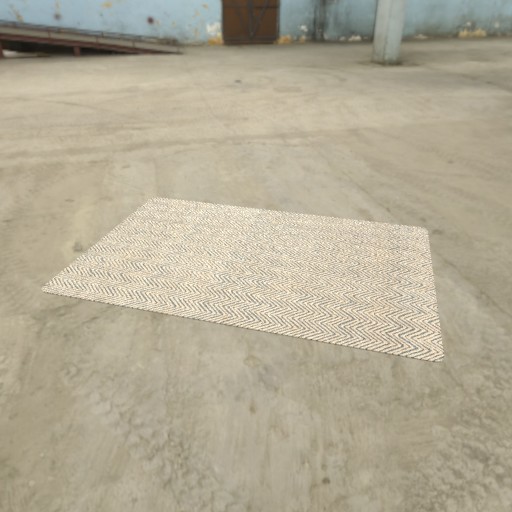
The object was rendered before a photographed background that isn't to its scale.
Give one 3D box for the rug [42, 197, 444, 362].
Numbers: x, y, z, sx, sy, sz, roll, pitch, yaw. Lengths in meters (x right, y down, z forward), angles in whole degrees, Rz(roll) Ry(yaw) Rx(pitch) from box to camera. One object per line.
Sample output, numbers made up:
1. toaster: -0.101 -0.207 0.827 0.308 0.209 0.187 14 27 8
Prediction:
1. rug: 0.000 0.000 2.301 1.752 0.008 1.144 8 31 13
